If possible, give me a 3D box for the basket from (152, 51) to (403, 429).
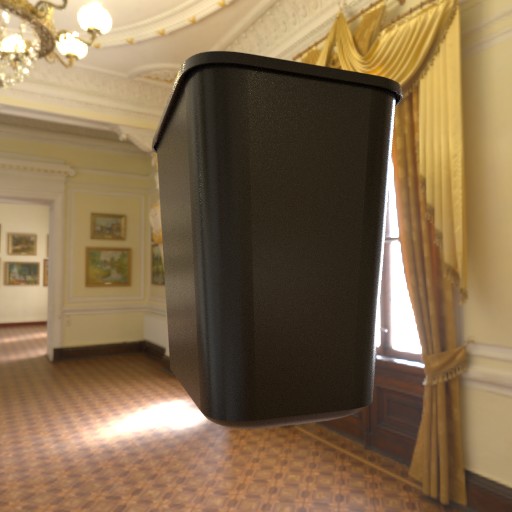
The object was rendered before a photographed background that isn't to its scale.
[{"bbox_3d":[0.000,0.000,0.502,0.211,0.307,0.300,1,-2,-19],"label":"basket"}]
